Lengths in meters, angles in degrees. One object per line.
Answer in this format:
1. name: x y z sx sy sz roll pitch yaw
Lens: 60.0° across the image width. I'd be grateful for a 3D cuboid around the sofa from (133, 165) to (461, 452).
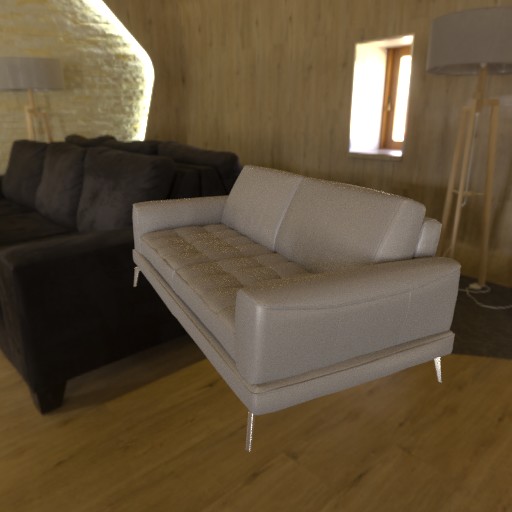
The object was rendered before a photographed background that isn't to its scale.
1. sofa: 0.000 0.000 2.709 1.121 0.930 2.177 -8 19 -25
